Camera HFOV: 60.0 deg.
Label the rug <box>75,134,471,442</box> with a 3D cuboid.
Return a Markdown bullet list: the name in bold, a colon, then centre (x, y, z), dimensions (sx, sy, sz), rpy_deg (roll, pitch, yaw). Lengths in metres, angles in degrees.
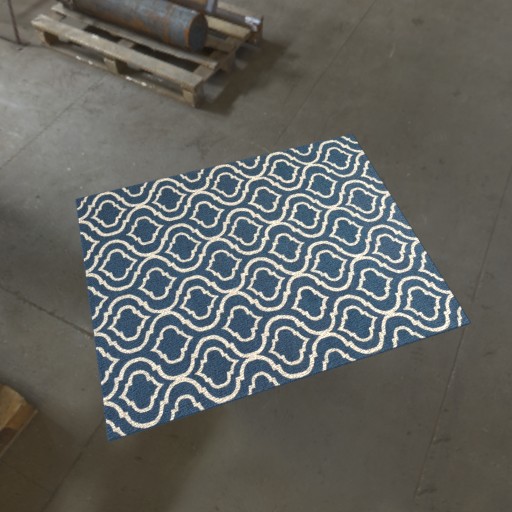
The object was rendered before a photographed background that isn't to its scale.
- **rug**: centre (0.000, 0.000, 3.879), dimensions (2.881, 0.020, 2.270), rpy_deg (-15, 59, -9)
